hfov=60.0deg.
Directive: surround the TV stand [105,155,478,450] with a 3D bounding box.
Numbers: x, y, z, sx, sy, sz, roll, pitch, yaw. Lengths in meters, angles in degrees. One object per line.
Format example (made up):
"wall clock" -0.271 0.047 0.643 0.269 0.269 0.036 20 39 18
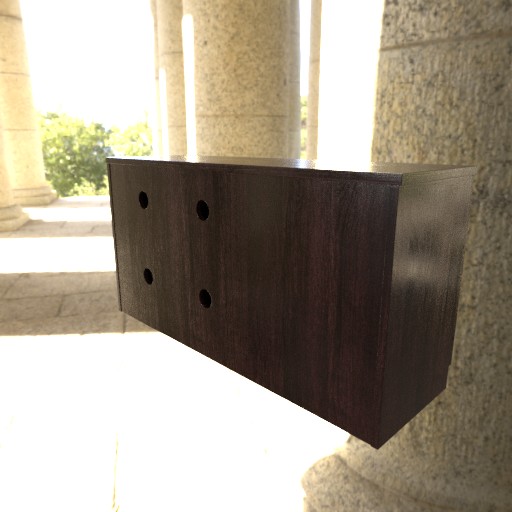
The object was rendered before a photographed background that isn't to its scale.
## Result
"TV stand" 0.000 0.000 1.458 0.404 0.614 1.192 -14 20 -43
